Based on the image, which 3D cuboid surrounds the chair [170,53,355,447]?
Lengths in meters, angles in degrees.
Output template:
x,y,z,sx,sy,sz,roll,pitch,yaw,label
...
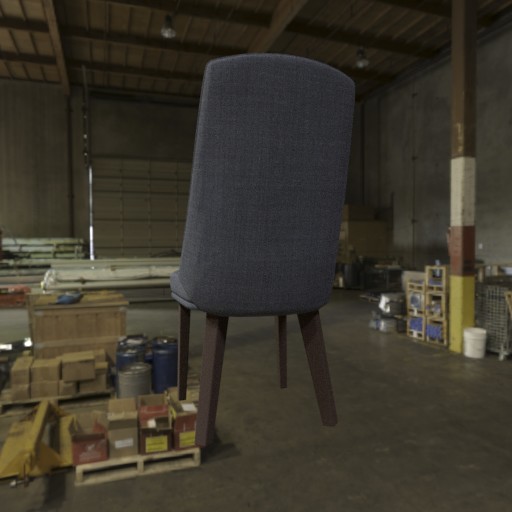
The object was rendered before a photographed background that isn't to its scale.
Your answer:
x,y,z,sx,sy,sz,roll,pitch,yaw,label
0.000,0.000,1.421,0.510,1.050,0.577,-1,2,-20,chair
